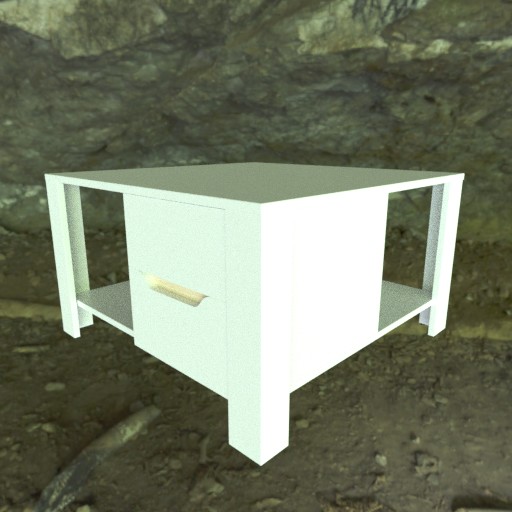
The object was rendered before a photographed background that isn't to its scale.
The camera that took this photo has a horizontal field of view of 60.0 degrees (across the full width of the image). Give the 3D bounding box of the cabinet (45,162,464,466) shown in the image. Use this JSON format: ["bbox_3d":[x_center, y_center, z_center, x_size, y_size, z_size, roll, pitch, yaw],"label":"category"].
[{"bbox_3d":[0.000,0.000,1.252,0.800,0.460,0.800,14,20,42],"label":"cabinet"}]
